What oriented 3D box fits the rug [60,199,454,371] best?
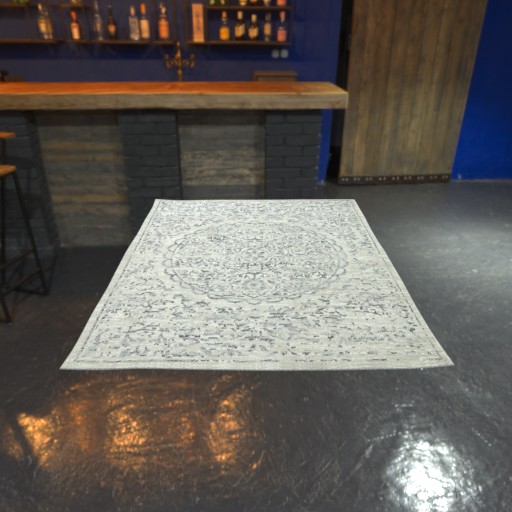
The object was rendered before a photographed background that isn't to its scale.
[{"bbox_3d":[0.000,0.000,3.919,2.343,0.026,2.925,0,27,0],"label":"rug"}]
